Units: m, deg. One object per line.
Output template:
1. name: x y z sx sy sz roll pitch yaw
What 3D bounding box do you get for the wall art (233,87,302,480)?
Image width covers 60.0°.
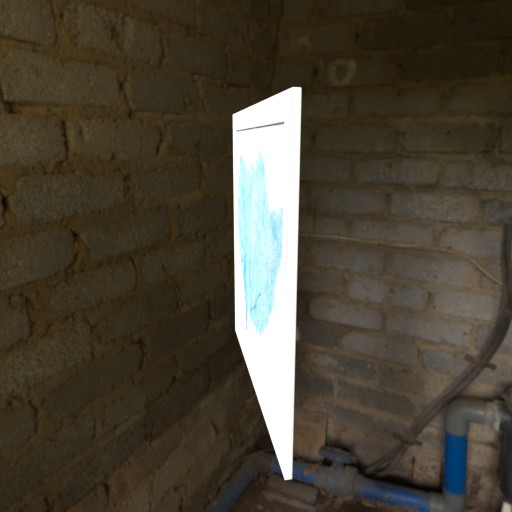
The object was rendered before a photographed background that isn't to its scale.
1. wall art: 0.000 0.000 0.906 0.013 0.584 0.584 -3 15 -10
